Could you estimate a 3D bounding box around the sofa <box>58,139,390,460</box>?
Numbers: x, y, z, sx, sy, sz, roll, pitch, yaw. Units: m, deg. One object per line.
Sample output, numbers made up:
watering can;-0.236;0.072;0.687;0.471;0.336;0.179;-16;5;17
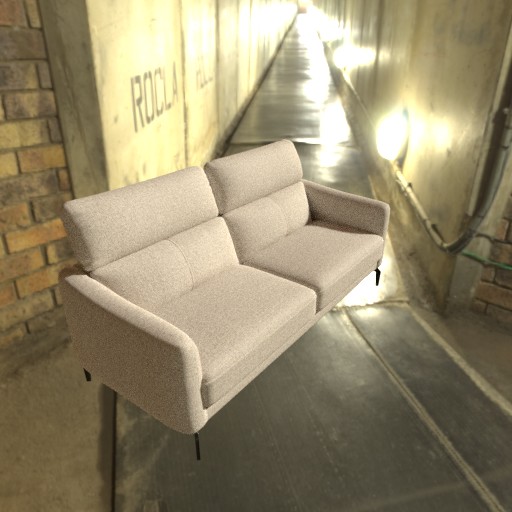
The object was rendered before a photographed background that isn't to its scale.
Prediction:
sofa;0.000;0.000;2.532;0.856;0.956;2.015;19;32;33
